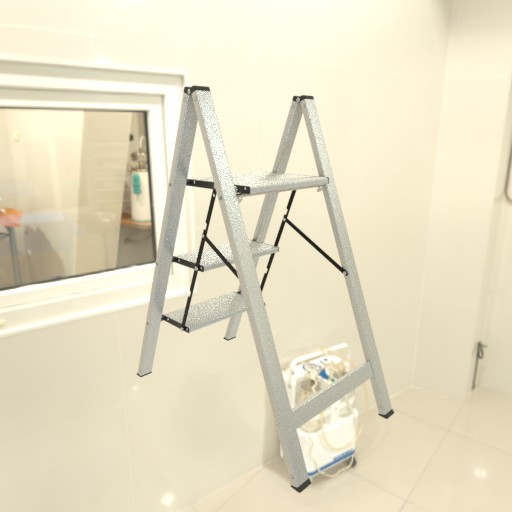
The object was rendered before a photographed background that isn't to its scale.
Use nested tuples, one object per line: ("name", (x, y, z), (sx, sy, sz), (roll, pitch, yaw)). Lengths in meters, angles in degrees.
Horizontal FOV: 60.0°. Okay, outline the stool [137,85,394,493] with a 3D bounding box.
("stool", (0.000, 0.000, 1.294), (0.441, 0.902, 0.730), (-15, 21, -42))
